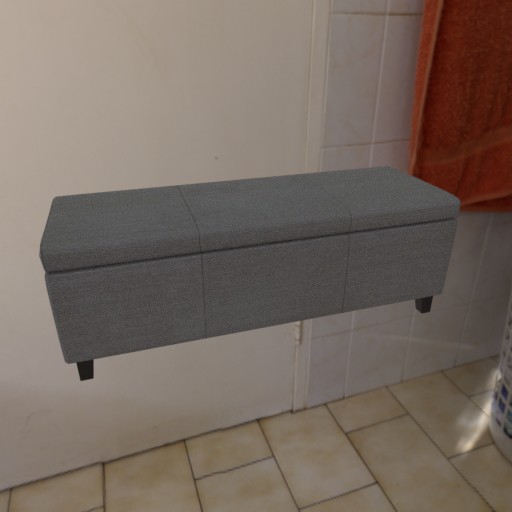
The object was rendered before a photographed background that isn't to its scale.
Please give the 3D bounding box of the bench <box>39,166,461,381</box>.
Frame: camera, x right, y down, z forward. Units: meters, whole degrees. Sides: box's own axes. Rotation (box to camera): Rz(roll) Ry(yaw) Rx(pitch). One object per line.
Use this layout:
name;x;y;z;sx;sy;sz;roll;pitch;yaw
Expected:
bench;0.000;0.000;1.513;1.269;0.438;0.446;-8;28;-16
